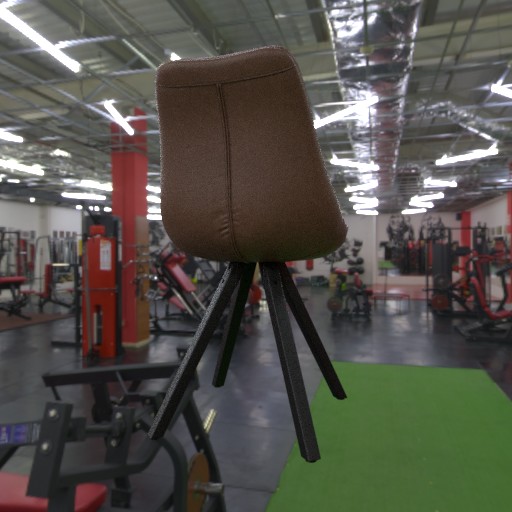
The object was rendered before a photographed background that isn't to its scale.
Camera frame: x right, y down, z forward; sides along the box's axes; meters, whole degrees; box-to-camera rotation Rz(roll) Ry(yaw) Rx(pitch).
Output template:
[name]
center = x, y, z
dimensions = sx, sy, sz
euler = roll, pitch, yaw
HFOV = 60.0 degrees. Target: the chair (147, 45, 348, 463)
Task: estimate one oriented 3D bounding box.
[chair]
center = 0.000, 0.000, 1.172
dimensions = 0.475, 0.850, 0.550
euler = 0, 1, 18
